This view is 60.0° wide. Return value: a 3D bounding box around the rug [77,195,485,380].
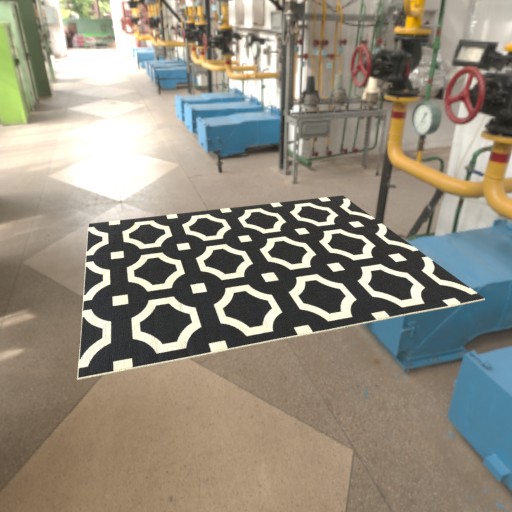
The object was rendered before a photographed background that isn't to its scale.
[{"bbox_3d":[0.000,0.000,4.155,3.049,0.021,2.466,-8,29,-15],"label":"rug"}]
